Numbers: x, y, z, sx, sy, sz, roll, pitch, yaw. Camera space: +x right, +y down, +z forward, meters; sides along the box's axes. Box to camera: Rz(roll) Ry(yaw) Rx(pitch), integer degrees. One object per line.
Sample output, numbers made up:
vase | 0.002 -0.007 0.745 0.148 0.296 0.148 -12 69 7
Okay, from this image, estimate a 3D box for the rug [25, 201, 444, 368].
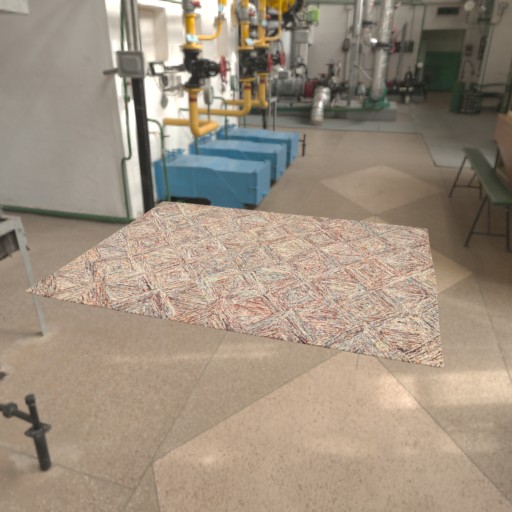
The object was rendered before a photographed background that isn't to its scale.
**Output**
rug | 0.000 0.000 4.232 3.226 0.024 2.436 7 27 15
